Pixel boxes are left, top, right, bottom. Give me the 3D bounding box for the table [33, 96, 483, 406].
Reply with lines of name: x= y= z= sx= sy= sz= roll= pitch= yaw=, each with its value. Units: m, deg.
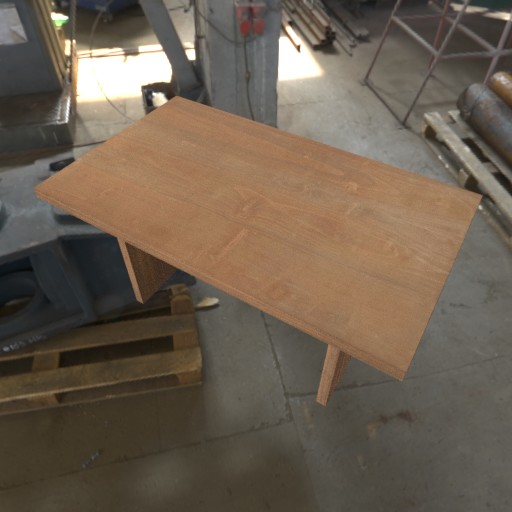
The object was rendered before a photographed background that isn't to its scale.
table: x=0.000 y=0.000 z=2.122 sx=1.609 sy=0.780 sz=0.946 roll=24 pitch=51 yaw=21
